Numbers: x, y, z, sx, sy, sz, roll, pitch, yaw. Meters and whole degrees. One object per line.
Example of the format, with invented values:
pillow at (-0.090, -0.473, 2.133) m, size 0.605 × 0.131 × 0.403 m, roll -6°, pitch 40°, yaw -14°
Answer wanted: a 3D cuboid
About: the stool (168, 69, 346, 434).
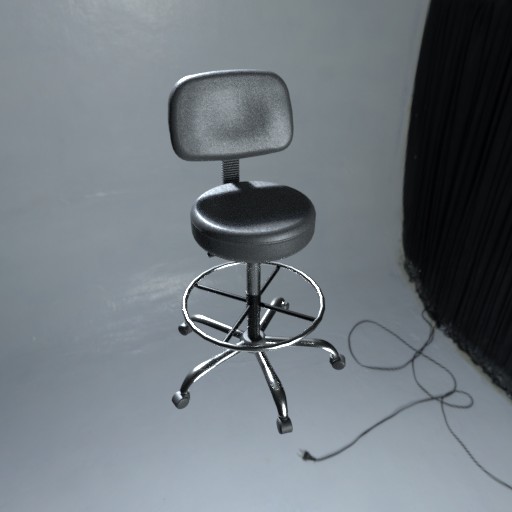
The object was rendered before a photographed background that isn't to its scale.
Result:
stool at (0.000, 0.000, 1.483) m, size 0.694 × 1.069 × 0.658 m, roll -10°, pitch 34°, yaw -15°
